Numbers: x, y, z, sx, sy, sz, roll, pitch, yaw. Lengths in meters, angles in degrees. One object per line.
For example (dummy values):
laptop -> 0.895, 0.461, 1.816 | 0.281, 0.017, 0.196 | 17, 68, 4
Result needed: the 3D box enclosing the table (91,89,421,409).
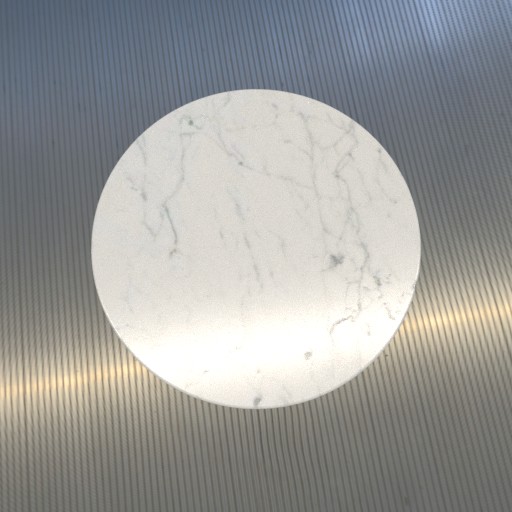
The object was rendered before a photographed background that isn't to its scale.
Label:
table -> 0.000, 0.000, 1.295 | 0.800, 0.450, 0.800 | 0, 78, 0
